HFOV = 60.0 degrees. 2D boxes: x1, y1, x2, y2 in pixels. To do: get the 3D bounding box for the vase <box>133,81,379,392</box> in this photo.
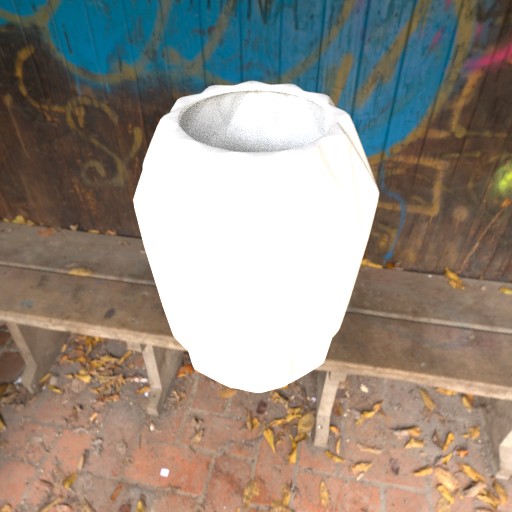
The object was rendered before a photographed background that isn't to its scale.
[{"bbox_3d":[0.000,0.000,0.411,0.195,0.275,0.195,0,42,0],"label":"vase"}]
